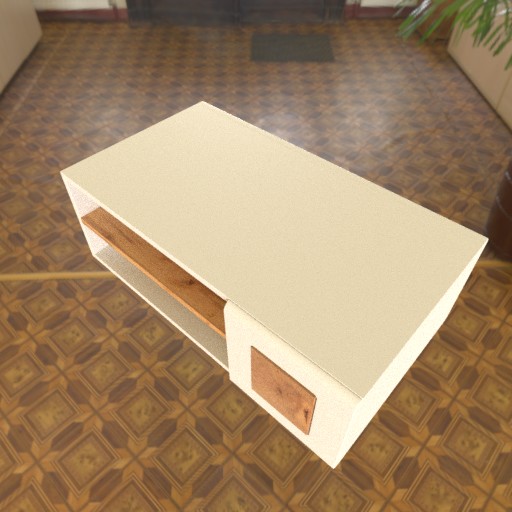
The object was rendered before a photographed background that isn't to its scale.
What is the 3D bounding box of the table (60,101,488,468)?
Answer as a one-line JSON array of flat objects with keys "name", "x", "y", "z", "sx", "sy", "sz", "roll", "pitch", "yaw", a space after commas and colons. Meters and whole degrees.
[{"name": "table", "x": 0.000, "y": 0.000, "z": 1.422, "sx": 1.097, "sy": 0.442, "sz": 0.639, "roll": 33, "pitch": 55, "yaw": 27}]
